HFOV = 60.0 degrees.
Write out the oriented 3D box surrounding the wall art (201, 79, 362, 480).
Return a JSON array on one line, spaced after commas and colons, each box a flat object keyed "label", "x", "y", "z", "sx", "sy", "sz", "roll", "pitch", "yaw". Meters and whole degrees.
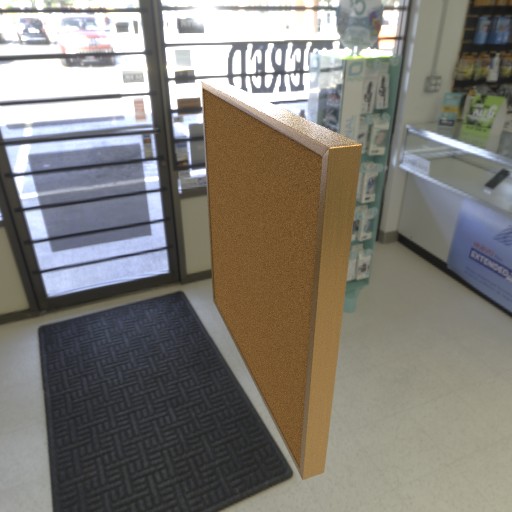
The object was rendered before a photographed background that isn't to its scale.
[{"label": "wall art", "x": 0.000, "y": 0.000, "z": 0.760, "sx": 0.037, "sy": 0.505, "sz": 0.505, "roll": -10, "pitch": 30, "yaw": -18}]
